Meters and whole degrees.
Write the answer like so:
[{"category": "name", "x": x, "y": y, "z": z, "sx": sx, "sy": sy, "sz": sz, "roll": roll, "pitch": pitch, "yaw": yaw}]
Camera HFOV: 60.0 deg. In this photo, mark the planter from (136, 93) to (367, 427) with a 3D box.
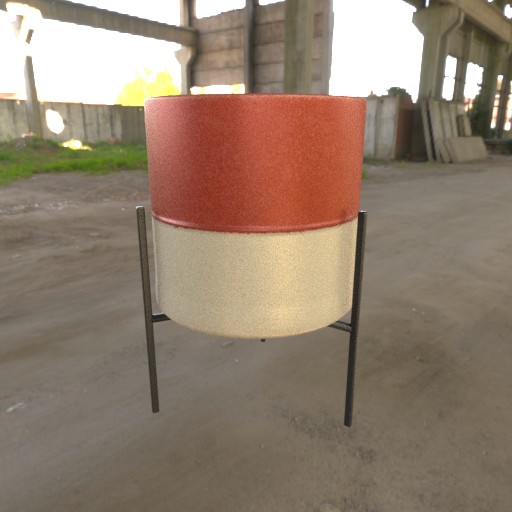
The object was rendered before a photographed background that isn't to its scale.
[{"category": "planter", "x": 0.000, "y": 0.000, "z": 0.533, "sx": 0.235, "sy": 0.354, "sz": 0.251, "roll": 2, "pitch": 17, "yaw": 6}]
